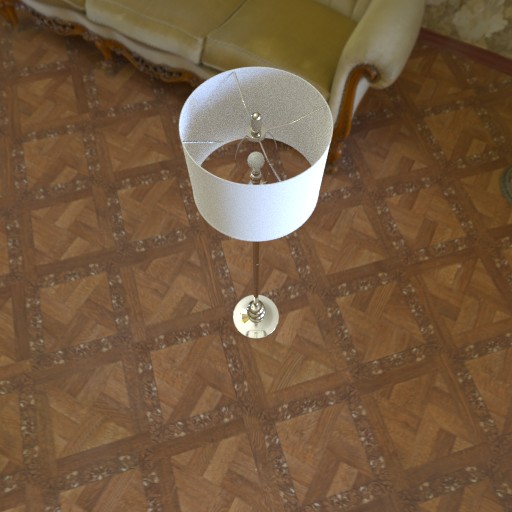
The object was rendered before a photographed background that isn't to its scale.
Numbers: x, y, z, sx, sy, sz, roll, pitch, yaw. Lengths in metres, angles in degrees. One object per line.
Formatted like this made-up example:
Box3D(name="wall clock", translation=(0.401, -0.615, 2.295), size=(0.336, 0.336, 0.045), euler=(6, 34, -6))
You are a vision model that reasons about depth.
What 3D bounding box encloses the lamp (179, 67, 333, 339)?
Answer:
Box3D(name="lamp", translation=(0.000, 0.000, 1.673), size=(0.356, 1.487, 0.356), euler=(-16, 65, -8))
